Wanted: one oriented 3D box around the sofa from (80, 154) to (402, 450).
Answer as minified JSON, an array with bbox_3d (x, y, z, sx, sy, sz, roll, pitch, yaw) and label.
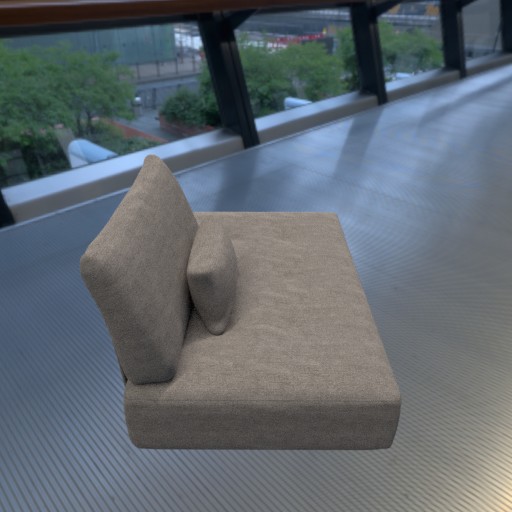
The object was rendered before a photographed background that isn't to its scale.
[{"bbox_3d":[0.000,0.000,2.006,1.002,0.820,1.450,0,31,0],"label":"sofa"}]
